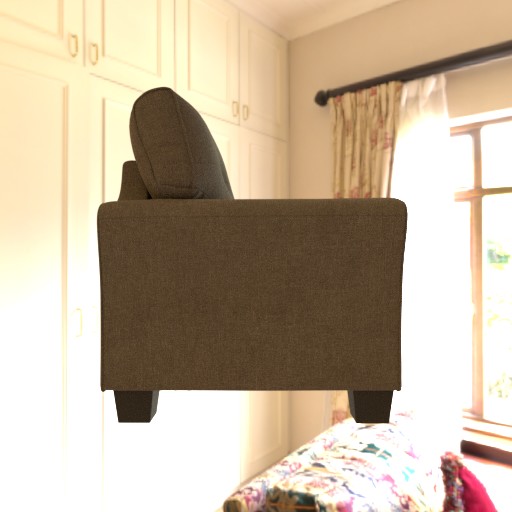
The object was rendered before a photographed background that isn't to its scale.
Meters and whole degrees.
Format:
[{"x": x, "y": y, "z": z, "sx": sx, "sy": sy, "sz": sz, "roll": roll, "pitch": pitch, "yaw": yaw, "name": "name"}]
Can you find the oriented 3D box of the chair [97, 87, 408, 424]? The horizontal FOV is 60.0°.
[{"x": 0.000, "y": 0.000, "z": 1.574, "sx": 0.816, "sy": 0.890, "sz": 0.941, "roll": 0, "pitch": 0, "yaw": 0, "name": "chair"}]
